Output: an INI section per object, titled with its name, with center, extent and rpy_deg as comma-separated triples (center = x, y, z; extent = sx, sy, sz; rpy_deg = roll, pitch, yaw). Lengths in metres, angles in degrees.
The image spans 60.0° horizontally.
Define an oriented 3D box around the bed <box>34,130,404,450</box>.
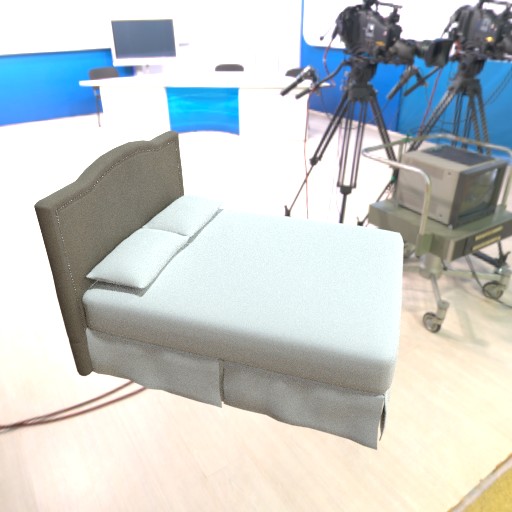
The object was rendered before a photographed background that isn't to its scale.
[bed]
center = 0.000, 0.000, 3.241
extent = 2.128, 1.441, 1.744
rpy_deg = 9, 32, 15
